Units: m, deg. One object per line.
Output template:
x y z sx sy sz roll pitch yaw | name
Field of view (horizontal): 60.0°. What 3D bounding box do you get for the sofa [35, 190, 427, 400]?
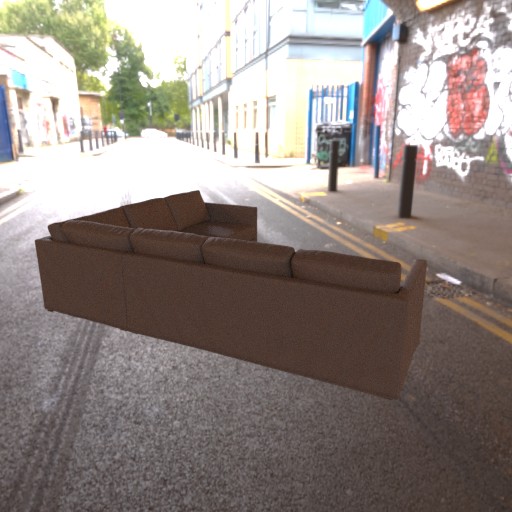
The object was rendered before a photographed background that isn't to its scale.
0.000 0.000 4.312 3.182 0.871 2.432 8 18 26 | sofa
